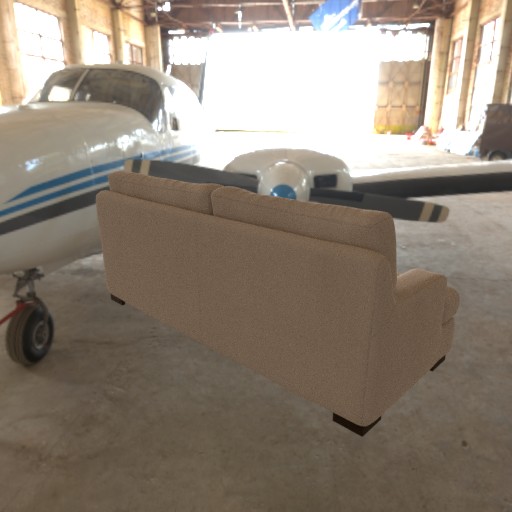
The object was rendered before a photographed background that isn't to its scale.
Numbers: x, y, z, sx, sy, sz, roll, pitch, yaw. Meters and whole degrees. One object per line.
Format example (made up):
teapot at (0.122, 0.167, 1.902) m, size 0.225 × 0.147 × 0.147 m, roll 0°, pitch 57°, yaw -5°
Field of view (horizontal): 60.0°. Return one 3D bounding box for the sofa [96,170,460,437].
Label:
sofa at (0.000, 0.000, 2.679) m, size 2.147 × 0.925 × 0.929 m, roll 16°, pitch 24°, yaw 42°
